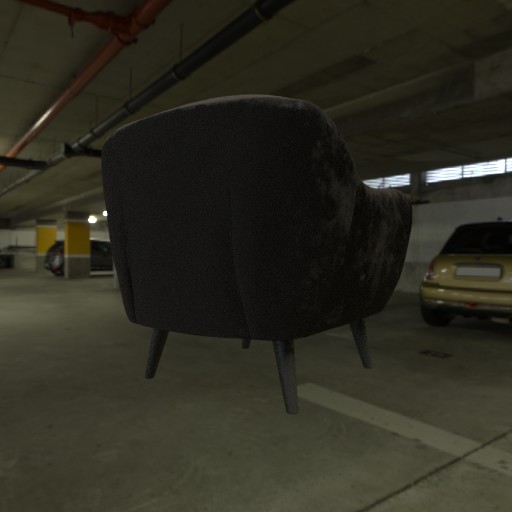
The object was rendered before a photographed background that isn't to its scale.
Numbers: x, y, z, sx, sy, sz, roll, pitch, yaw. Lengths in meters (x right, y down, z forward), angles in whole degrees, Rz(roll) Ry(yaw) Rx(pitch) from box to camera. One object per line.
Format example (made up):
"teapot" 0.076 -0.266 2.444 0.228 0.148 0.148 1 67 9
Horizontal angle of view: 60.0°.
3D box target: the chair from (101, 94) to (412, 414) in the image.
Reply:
"chair" 0.000 0.000 1.497 0.840 0.807 0.819 1 1 35
